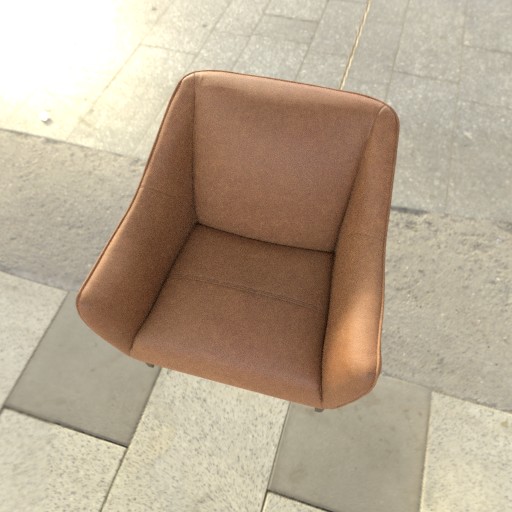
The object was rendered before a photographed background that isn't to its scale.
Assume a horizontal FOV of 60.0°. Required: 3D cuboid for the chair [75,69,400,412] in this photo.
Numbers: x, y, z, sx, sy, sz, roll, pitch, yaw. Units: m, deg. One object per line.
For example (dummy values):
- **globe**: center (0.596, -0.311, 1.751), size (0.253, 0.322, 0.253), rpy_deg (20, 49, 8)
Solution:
- **chair**: center (0.000, 0.000, 1.549), size (0.871, 0.830, 0.852), rpy_deg (13, 59, 8)
